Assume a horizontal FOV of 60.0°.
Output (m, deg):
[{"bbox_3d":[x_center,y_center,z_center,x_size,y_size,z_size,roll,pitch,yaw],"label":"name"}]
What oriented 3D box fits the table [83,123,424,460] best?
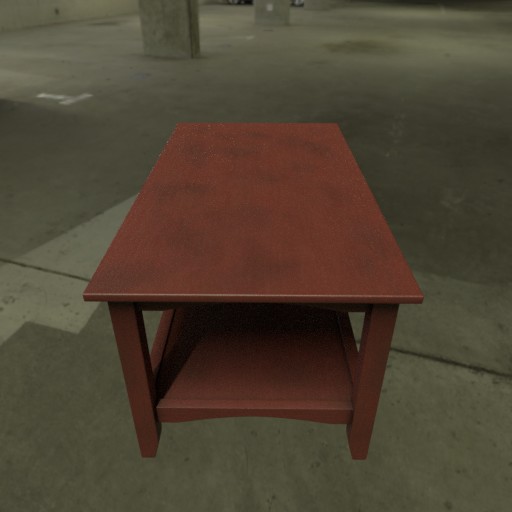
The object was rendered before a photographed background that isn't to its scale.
[{"bbox_3d":[0.000,0.000,1.207,0.533,0.456,0.943,0,32,1],"label":"table"}]
